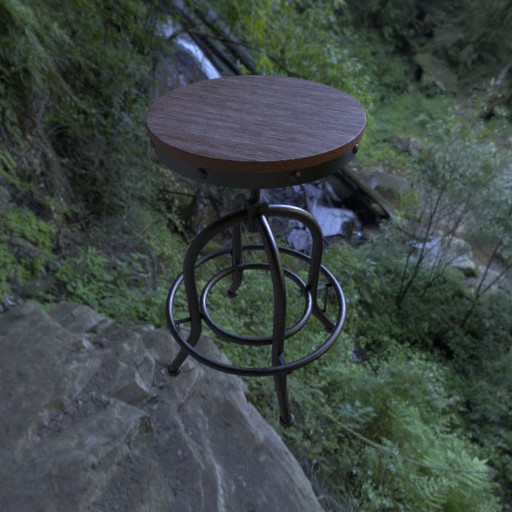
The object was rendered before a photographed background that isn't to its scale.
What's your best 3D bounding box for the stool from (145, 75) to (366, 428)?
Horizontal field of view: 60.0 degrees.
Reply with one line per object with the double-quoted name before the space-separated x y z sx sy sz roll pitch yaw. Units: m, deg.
"stool" 0.000 0.000 0.907 0.439 0.609 0.439 -12 41 -14
